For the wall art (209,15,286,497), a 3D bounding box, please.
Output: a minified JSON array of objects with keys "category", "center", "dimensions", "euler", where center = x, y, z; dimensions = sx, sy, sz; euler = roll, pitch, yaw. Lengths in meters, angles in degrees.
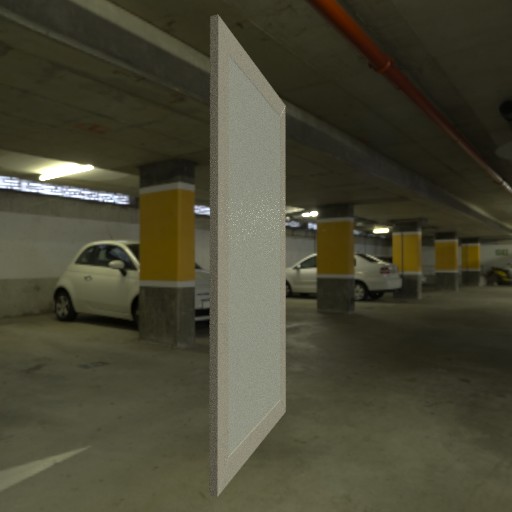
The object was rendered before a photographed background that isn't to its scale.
[{"category":"wall art","center":[0.000,0.000,0.809],"dimensions":[0.013,0.683,0.380],"euler":[0,-1,18]}]
